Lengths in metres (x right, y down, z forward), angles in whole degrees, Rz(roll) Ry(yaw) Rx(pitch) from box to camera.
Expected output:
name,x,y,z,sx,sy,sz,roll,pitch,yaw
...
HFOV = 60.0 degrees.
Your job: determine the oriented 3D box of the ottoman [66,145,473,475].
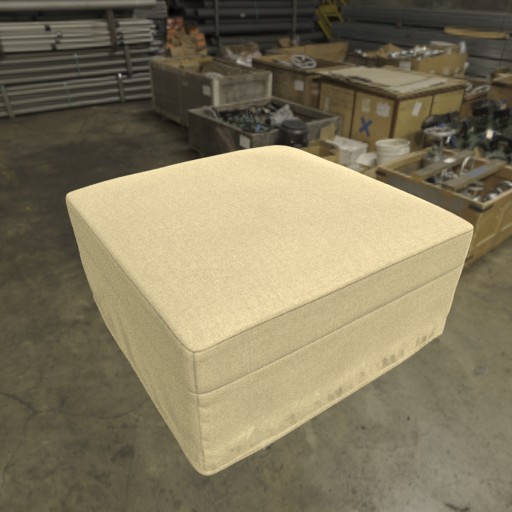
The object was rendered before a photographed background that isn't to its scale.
name,x,y,z,sx,sy,sz,roll,pitch,yaw
ottoman,0.000,0.000,1.310,0.843,0.436,0.840,-20,37,-29
